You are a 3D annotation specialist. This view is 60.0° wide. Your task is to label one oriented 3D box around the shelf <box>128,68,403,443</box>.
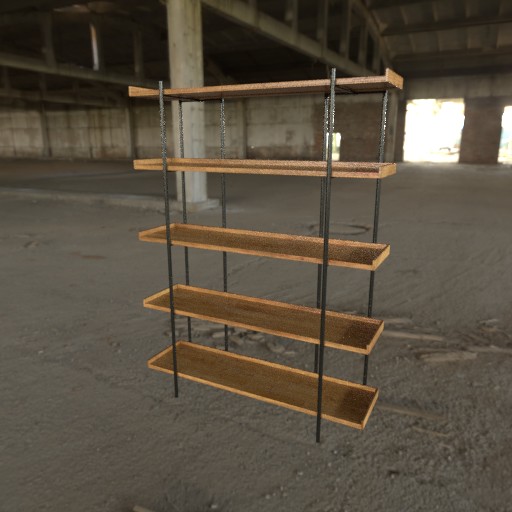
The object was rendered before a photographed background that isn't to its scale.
[{"bbox_3d":[0.000,0.000,2.455,1.371,1.826,0.379,7,16,26],"label":"shelf"}]
